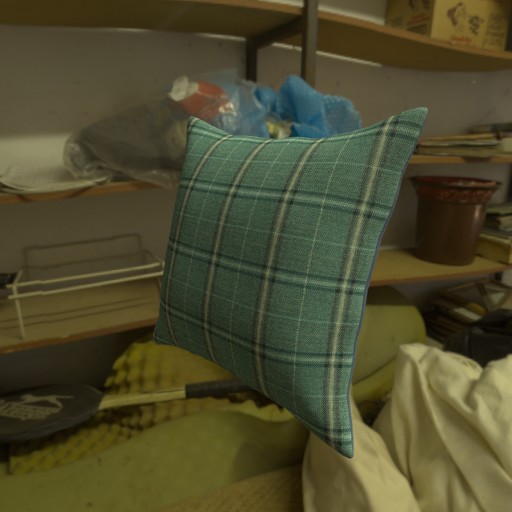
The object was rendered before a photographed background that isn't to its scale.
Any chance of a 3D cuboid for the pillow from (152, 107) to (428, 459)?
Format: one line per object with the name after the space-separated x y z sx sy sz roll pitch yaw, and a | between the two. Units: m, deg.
0.000 0.000 0.692 0.453 0.430 0.200 15 22 42 | pillow
